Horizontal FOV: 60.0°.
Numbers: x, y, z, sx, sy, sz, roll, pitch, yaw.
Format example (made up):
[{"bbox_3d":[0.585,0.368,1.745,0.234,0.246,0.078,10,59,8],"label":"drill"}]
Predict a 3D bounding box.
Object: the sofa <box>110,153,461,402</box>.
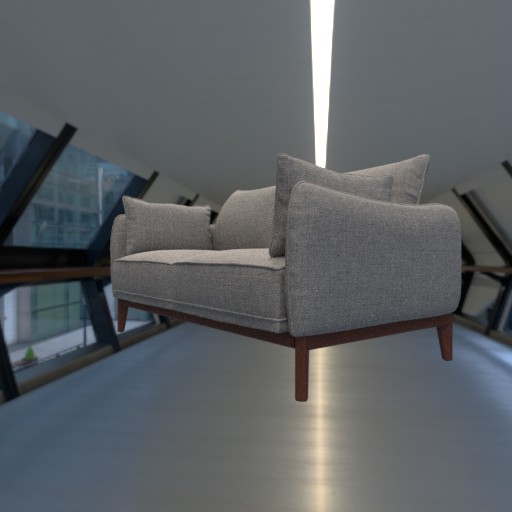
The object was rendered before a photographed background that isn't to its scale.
[{"bbox_3d":[0.000,0.000,2.126,0.972,0.851,1.580,0,0,-37],"label":"sofa"}]
